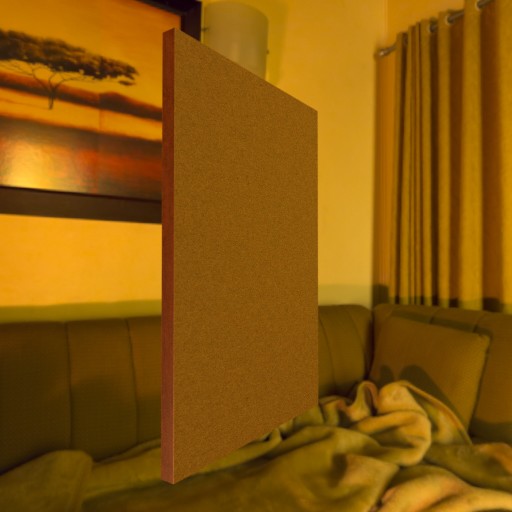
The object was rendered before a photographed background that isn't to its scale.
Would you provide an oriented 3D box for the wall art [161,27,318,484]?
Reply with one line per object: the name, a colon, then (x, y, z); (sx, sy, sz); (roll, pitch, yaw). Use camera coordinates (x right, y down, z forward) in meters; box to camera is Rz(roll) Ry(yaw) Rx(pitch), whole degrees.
wall art: (0.000, 0.000, 1.143); (0.037, 0.914, 0.610); (-1, -1, 36)
